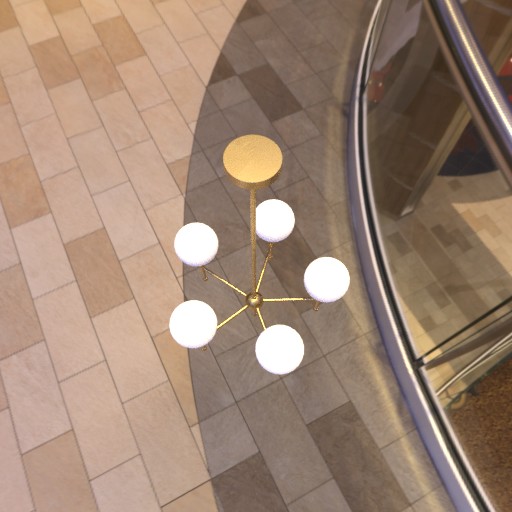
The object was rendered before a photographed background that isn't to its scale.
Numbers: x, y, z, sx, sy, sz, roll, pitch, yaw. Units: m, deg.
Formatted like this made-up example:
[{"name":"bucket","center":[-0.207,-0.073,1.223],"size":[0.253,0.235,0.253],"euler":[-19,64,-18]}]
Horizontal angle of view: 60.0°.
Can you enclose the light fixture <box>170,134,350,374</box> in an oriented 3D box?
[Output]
[{"name":"light fixture","center":[0.000,0.000,1.803],"size":[0.815,1.331,0.785],"euler":[15,65,7]}]
